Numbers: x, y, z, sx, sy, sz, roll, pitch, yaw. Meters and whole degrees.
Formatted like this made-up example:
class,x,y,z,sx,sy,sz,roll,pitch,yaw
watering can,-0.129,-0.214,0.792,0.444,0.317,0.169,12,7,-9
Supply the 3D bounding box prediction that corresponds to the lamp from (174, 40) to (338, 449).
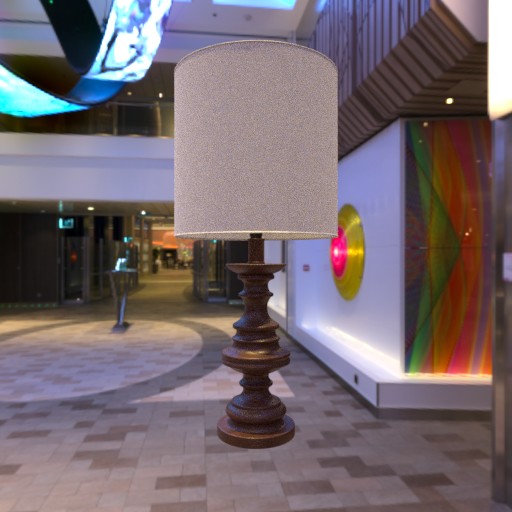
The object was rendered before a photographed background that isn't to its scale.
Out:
class,x,y,z,sx,sy,sz,roll,pitch,yaw
lamp,0.000,0.000,0.572,0.208,0.455,0.208,0,0,37
